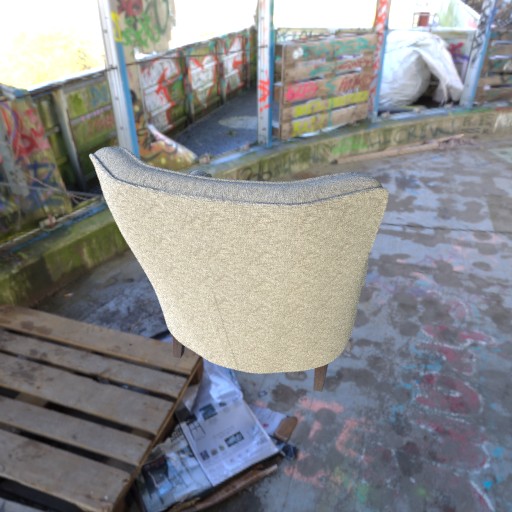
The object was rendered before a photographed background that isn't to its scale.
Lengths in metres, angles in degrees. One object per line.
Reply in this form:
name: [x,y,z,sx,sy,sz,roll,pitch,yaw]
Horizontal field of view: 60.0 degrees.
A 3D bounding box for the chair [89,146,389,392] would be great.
chair: [0.000,0.000,1.659,0.820,0.920,0.910,9,33,15]
